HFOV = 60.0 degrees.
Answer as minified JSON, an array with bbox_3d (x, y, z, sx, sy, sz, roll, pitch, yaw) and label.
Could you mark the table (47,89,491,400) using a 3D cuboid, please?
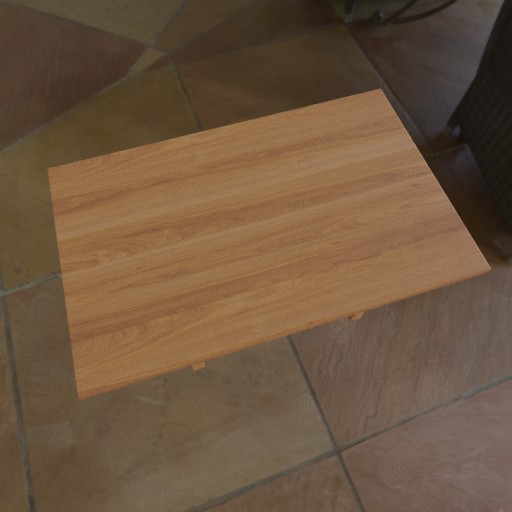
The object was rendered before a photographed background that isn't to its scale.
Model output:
[{"bbox_3d":[0.000,0.000,1.489,1.100,0.510,0.700,-16,64,-8],"label":"table"}]
